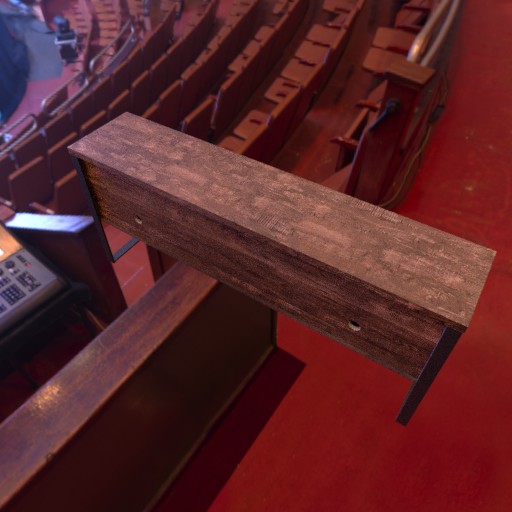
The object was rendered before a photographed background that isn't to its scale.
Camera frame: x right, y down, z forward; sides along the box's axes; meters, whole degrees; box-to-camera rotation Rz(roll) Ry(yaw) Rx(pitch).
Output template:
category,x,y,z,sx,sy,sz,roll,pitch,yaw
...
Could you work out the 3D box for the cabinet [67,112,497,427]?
category,x,y,z,sx,sy,sz,roll,pitch,yaw
cabinet,0.000,0.000,2.081,1.800,0.762,0.395,25,52,22
